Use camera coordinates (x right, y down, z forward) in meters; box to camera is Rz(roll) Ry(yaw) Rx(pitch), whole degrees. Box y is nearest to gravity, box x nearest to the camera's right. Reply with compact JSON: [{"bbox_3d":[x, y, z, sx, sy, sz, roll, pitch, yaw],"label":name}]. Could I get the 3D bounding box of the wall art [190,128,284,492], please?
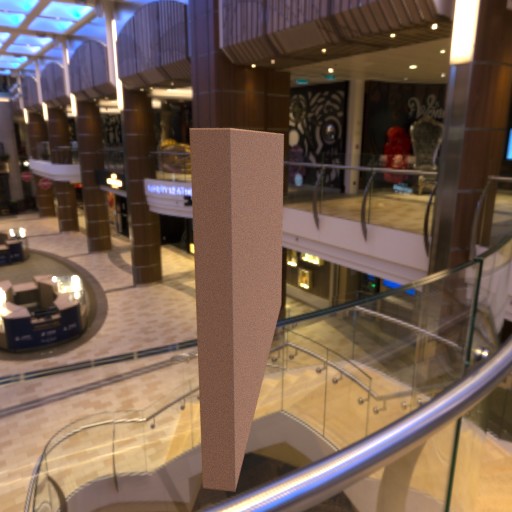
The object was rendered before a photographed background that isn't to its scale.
[{"bbox_3d":[0.000,0.000,0.759,0.039,0.407,0.609,2,15,8],"label":"wall art"}]
